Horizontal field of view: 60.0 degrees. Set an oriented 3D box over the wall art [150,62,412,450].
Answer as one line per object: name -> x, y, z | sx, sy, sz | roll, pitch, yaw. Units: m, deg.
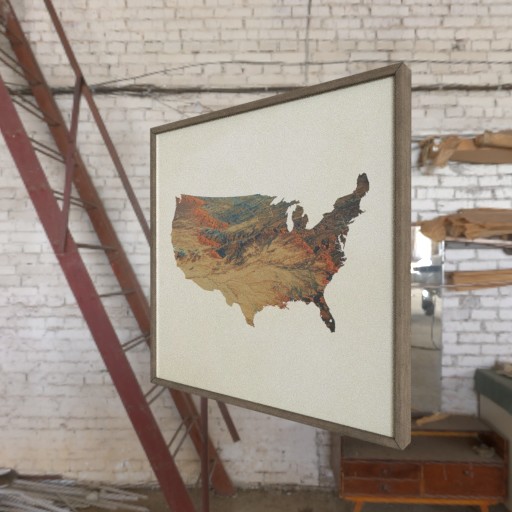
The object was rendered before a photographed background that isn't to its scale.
wall art -> 0.000, 0.000, 1.100 | 0.749, 0.751, 0.050 | 0, 0, 37
